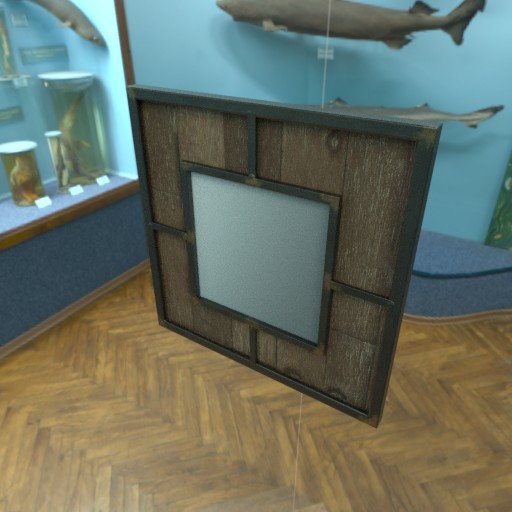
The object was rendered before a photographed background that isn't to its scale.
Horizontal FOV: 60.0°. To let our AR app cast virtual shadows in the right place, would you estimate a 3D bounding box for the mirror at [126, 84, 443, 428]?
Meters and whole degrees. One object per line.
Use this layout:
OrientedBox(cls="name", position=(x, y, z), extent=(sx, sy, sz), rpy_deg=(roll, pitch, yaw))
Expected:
OrientedBox(cls="mirror", position=(0.000, 0.000, 0.568), extent=(0.382, 0.381, 0.020), rpy_deg=(18, 35, 28))
